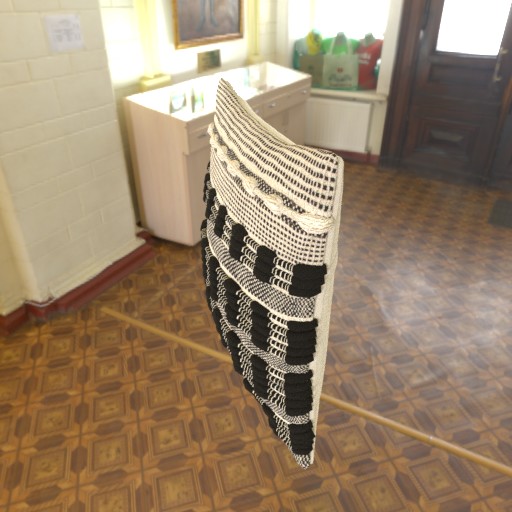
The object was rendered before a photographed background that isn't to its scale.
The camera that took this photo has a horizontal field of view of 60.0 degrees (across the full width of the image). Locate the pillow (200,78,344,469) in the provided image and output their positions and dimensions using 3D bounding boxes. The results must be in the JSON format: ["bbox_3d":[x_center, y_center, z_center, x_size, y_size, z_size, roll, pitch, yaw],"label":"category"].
[{"bbox_3d":[0.000,0.000,0.662,0.156,0.438,0.436,-9,32,-15],"label":"pillow"}]
